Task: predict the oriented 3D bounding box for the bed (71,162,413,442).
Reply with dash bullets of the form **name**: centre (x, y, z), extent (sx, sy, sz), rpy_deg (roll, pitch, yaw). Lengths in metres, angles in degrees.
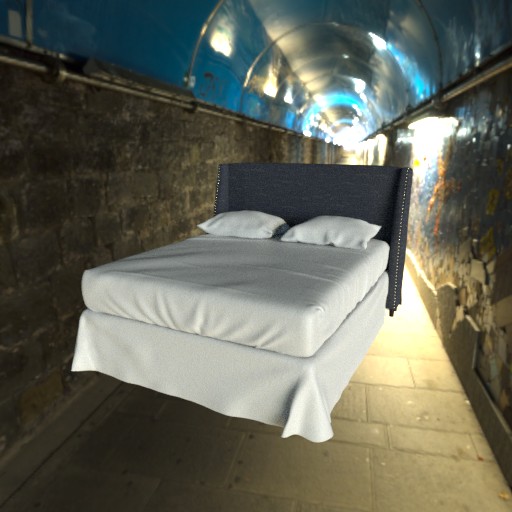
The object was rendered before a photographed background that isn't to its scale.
- **bed**: centre (0.000, 0.000, 3.445), extent (1.925, 1.332, 2.276), rpy_deg (7, 16, 26)
